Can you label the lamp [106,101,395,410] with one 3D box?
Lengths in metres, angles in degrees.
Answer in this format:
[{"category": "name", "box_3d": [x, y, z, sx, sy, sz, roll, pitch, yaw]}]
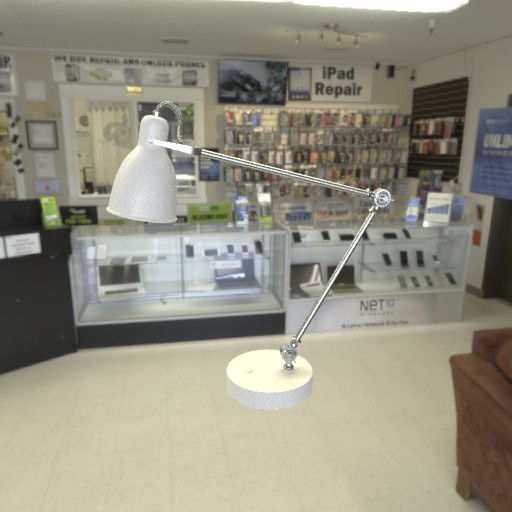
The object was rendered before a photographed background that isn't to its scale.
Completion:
[{"category": "lamp", "box_3d": [0.000, 0.000, 0.892, 0.561, 0.587, 0.187, -2, 15, -9]}]
